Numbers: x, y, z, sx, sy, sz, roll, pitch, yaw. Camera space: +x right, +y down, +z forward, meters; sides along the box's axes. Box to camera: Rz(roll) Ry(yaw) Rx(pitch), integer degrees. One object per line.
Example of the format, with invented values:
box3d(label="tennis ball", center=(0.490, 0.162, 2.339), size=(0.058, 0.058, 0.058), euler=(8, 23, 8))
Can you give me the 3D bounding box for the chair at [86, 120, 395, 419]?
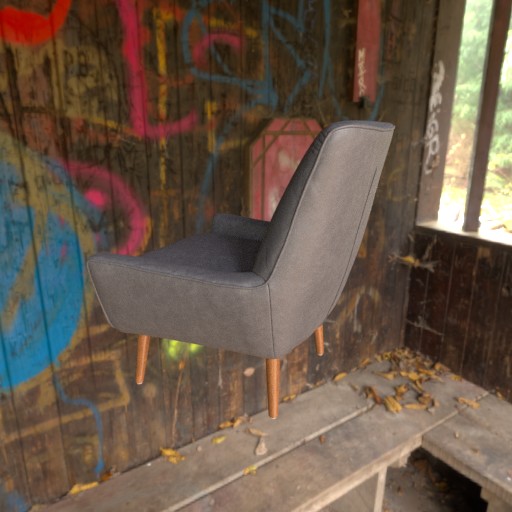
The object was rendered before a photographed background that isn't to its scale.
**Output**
box3d(label="chair", center=(0.000, 0.000, 1.524), size=(0.822, 0.888, 0.787), euler=(8, 19, 26))
